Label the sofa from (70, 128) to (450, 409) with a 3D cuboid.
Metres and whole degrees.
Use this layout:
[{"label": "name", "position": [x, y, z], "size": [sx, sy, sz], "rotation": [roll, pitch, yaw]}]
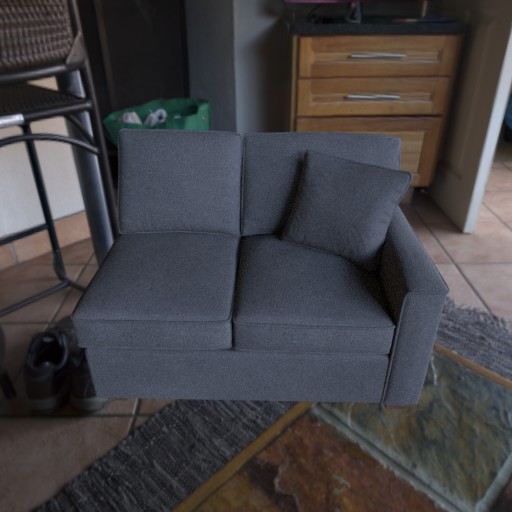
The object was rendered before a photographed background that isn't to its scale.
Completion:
[{"label": "sofa", "position": [0.000, 0.000, 2.036], "size": [1.388, 0.989, 0.991], "rotation": [1, 30, 2]}]
